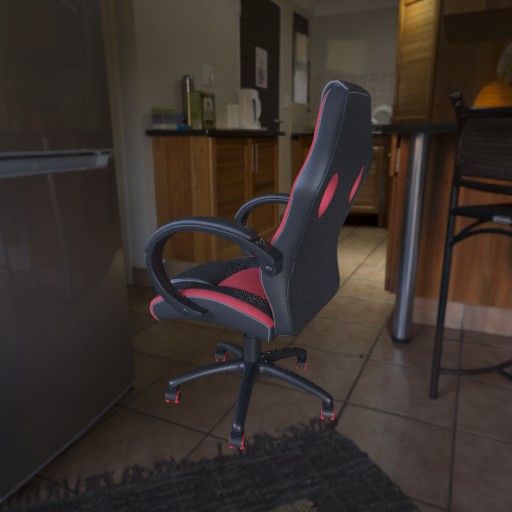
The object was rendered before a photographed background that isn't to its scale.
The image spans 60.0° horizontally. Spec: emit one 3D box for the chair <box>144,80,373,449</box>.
[{"bbox_3d":[0.000,0.000,1.656,0.724,1.187,0.673,8,18,26],"label":"chair"}]
